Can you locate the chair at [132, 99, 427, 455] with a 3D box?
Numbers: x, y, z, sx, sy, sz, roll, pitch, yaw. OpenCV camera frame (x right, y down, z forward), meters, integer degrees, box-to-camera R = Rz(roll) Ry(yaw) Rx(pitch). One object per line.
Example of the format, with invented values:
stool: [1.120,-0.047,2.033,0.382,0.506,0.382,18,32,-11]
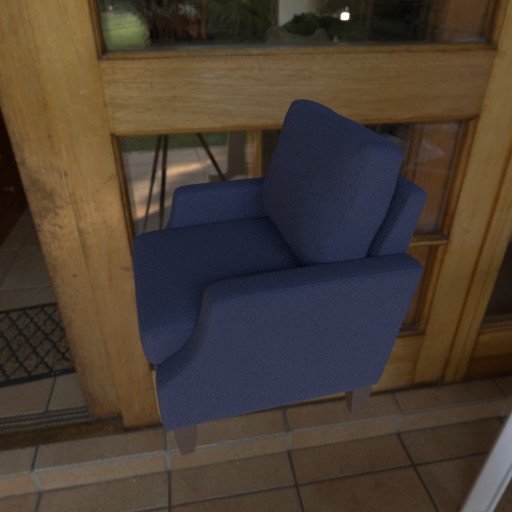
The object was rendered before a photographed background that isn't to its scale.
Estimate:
chair: [0.000,0.000,1.648,0.897,0.991,0.855,-8,32,-14]
